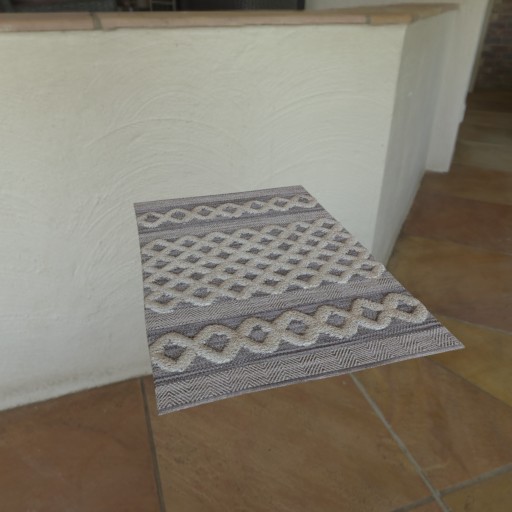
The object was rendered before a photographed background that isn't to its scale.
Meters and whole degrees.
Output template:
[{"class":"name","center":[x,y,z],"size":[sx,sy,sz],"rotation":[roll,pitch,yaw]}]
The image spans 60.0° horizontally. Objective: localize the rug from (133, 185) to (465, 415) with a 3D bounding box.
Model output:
[{"class":"rug","center":[0.000,0.000,2.382],"size":[1.222,0.030,1.823],"rotation":[-8,31,-14]}]
